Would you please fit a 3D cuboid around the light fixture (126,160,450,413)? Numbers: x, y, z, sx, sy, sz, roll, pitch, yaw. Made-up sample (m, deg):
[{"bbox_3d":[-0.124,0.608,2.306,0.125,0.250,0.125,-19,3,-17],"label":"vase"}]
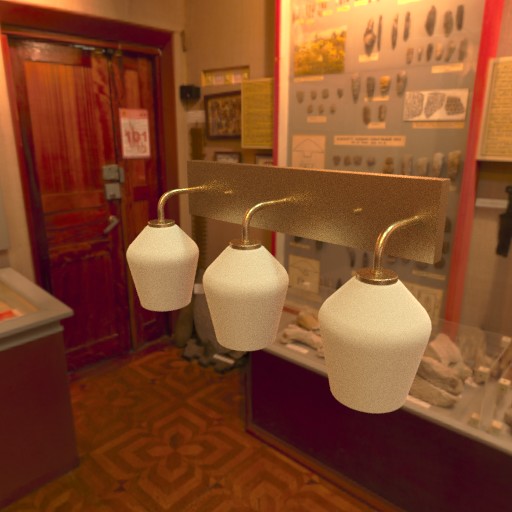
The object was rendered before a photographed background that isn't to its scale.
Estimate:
[{"bbox_3d":[0.000,0.000,0.738,0.609,0.280,0.190,15,22,42],"label":"light fixture"}]
